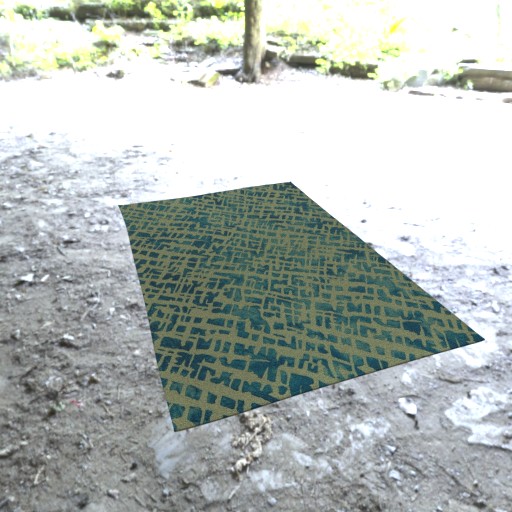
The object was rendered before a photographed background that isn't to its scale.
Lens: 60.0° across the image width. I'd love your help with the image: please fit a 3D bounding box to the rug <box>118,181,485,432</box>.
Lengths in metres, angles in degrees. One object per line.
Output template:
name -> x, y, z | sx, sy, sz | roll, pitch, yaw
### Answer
rug -> 0.000, 0.000, 2.270 | 1.209, 0.011, 1.830 | -11, 32, -17
